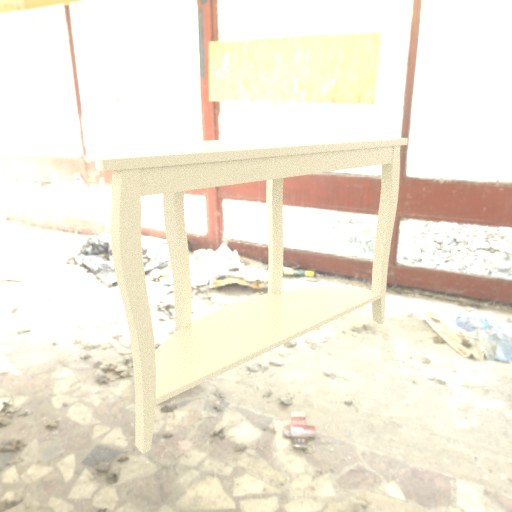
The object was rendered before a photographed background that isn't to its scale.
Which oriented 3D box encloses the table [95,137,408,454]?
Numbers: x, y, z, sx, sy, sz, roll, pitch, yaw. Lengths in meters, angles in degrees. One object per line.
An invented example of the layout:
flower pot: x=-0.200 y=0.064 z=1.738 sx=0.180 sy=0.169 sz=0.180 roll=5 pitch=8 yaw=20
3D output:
table: x=0.000 y=0.000 z=1.571 sx=1.219 sy=0.780 sz=0.394 roll=-16 pitch=24 yaw=-40
